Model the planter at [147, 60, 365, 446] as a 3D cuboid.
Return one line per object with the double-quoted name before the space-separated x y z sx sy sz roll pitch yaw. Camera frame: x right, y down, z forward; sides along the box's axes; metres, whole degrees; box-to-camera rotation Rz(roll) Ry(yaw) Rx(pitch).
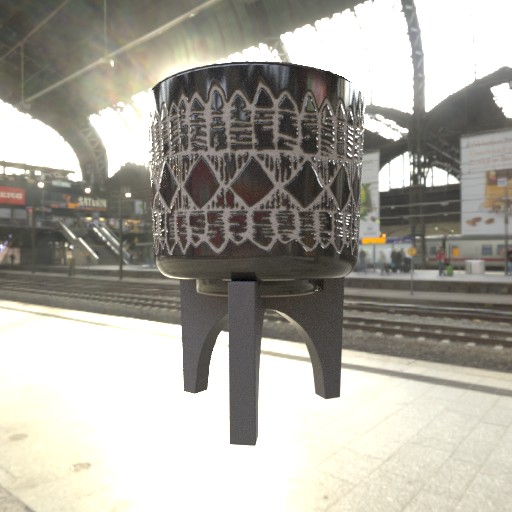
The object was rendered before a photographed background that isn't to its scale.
"planter" 0.000 0.000 0.523 0.251 0.355 0.251 0 0 37
